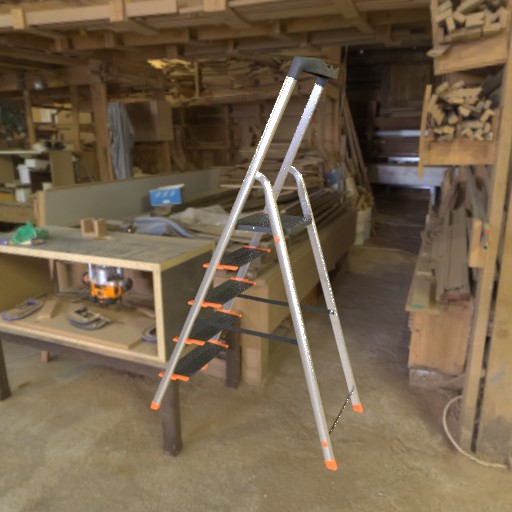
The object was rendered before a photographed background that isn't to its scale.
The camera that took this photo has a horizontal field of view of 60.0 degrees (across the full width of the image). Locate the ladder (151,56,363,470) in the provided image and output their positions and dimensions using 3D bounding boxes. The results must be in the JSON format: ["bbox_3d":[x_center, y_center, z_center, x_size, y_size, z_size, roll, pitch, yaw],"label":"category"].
[{"bbox_3d":[0.000,0.000,2.075,0.995,1.646,0.480,8,17,26],"label":"ladder"}]
